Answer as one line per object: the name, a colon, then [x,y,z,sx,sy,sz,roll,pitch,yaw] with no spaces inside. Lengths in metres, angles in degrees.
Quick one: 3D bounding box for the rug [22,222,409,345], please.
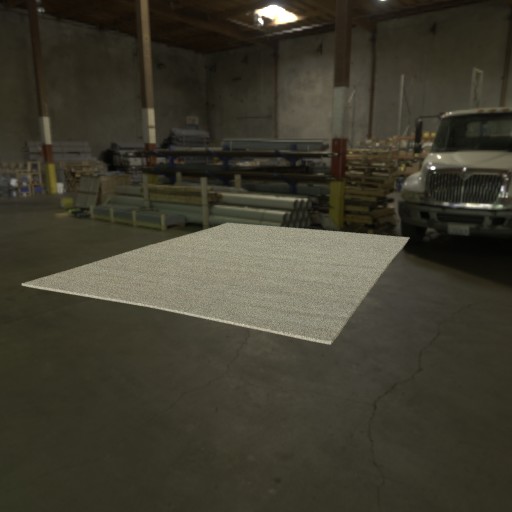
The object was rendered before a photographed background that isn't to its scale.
rug: [0.000,0.000,4.828,2.757,0.051,3.626,7,15,25]
